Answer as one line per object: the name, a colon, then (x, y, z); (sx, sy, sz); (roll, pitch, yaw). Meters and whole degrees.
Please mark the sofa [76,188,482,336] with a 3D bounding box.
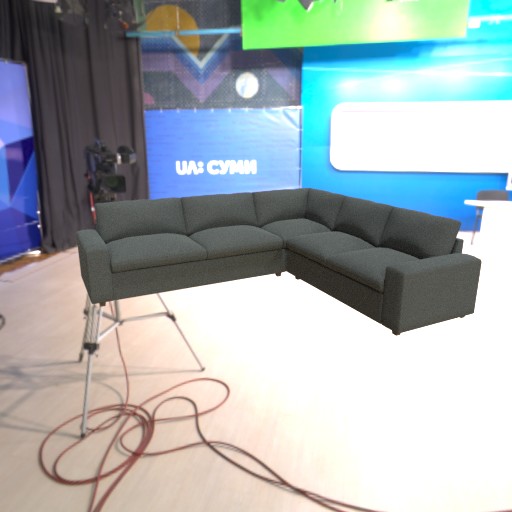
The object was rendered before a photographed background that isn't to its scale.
sofa: (0.000, 0.000, 4.694); (3.277, 0.965, 2.895); (-8, 18, -25)
